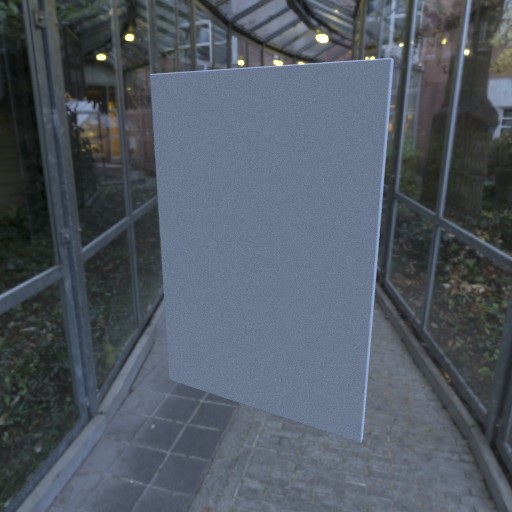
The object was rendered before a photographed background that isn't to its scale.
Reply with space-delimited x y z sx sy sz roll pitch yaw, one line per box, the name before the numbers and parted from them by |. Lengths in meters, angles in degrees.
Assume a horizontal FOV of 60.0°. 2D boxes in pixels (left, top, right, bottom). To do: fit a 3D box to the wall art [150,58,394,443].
wall art | 0.000 0.000 0.612 0.329 0.482 0.011 9 19 27
